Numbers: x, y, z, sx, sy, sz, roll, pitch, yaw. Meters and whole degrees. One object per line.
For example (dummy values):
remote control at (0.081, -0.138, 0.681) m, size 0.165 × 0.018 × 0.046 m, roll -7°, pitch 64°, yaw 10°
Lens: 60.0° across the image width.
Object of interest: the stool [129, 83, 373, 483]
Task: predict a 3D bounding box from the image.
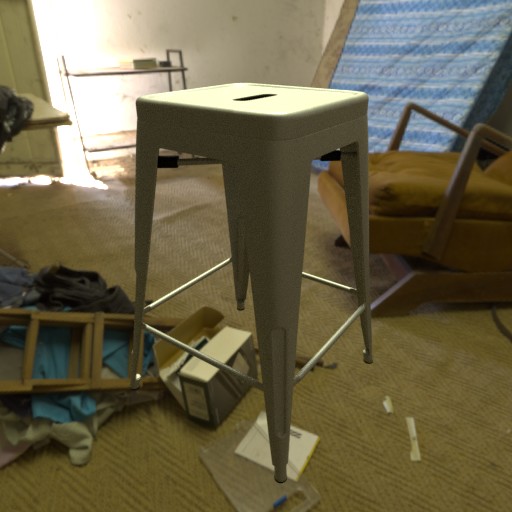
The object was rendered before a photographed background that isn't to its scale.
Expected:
stool at (0.000, 0.000, 0.883) m, size 0.406 × 0.610 × 0.406 m, roll 18°, pitch 32°, yaw 31°
